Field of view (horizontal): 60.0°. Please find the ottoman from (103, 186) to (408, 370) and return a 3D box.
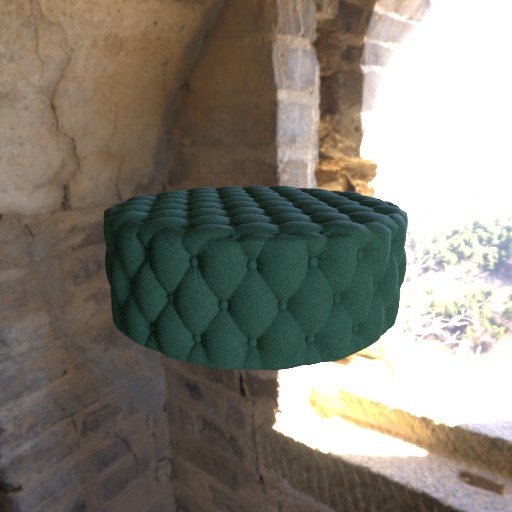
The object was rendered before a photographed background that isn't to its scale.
[{"bbox_3d":[0.000,0.000,1.545,0.998,0.399,0.998,0,16,0],"label":"ottoman"}]
